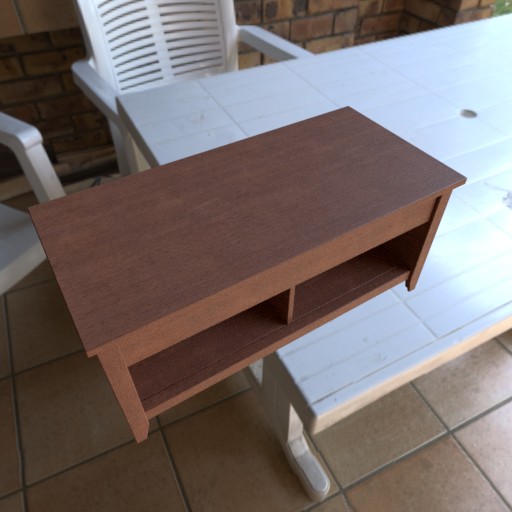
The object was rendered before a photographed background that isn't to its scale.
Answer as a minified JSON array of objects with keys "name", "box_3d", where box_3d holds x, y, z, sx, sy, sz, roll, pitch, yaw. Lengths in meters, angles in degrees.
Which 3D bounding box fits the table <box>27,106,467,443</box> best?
[{"name":"table","box_3d":[0.000,0.000,1.286,1.016,0.457,0.483,-24,50,-22]}]
